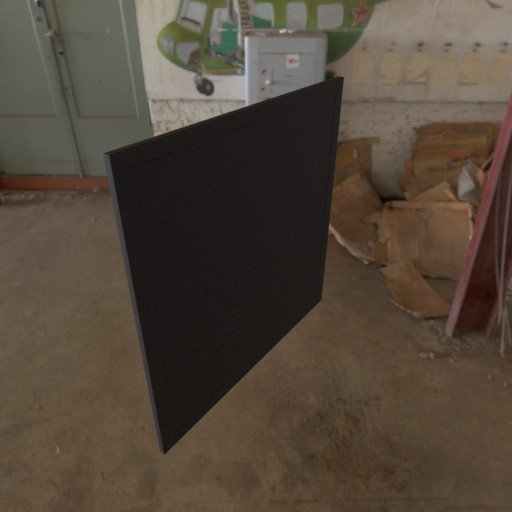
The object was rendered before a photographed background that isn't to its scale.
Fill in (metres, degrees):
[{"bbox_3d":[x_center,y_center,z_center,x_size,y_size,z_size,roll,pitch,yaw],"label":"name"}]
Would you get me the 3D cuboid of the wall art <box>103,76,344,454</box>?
[{"bbox_3d":[0.000,0.000,0.839,0.012,0.558,0.562,22,39,31],"label":"wall art"}]
